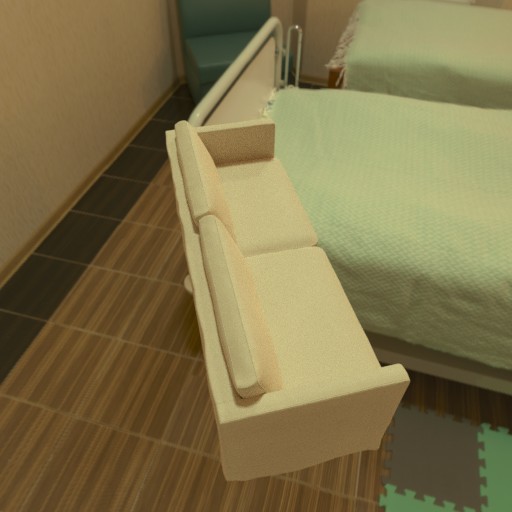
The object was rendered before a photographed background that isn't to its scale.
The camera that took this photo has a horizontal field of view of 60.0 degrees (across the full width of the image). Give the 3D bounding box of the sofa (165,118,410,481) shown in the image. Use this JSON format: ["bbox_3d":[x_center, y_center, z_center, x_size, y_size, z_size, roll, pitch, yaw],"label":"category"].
[{"bbox_3d":[0.000,0.000,3.333,1.036,0.999,2.779,-10,47,-9],"label":"sofa"}]
